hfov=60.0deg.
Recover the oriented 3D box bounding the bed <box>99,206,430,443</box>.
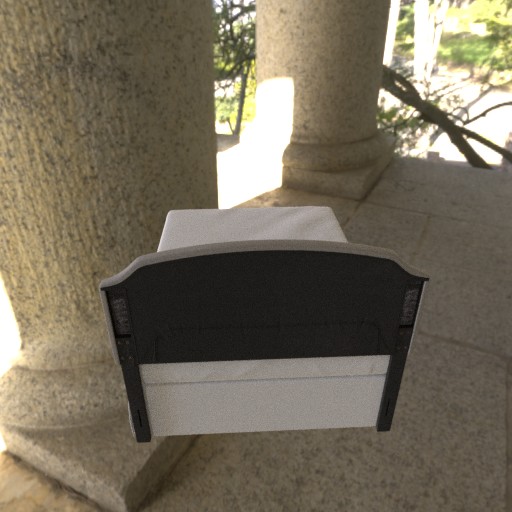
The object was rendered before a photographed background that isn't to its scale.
[{"bbox_3d":[0.000,0.000,3.098,1.558,1.270,1.999,-2,30,-3],"label":"bed"}]
